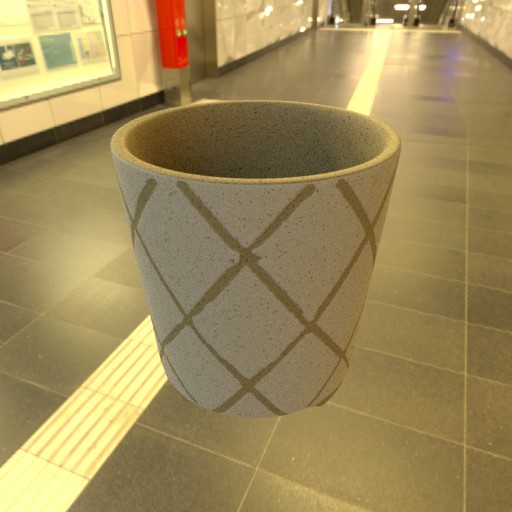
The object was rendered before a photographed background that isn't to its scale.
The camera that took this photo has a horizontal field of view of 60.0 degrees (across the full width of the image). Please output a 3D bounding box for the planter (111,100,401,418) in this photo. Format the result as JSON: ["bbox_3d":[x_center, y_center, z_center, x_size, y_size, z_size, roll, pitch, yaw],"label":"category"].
[{"bbox_3d":[0.000,0.000,0.352,0.191,0.199,0.191,0,31,0],"label":"planter"}]
